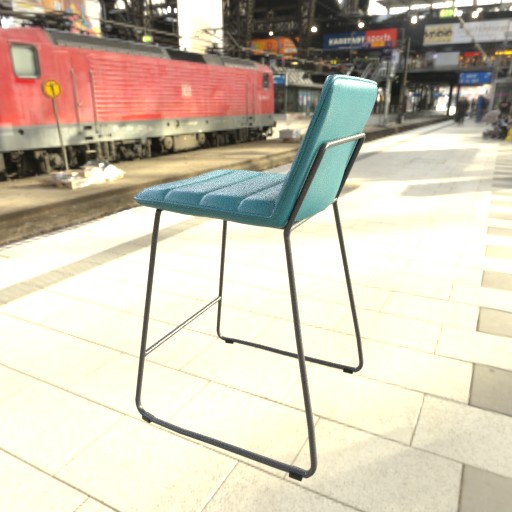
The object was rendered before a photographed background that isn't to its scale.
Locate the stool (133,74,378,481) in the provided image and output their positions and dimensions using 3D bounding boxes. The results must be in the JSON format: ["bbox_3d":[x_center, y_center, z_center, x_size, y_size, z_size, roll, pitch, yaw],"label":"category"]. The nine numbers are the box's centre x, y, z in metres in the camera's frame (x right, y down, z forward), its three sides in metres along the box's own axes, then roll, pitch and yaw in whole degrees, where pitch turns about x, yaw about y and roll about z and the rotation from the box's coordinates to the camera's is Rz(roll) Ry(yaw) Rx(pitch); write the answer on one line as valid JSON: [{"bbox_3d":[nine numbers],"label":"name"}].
[{"bbox_3d":[0.000,0.000,1.169,0.524,0.866,0.489,9,21,24],"label":"stool"}]
